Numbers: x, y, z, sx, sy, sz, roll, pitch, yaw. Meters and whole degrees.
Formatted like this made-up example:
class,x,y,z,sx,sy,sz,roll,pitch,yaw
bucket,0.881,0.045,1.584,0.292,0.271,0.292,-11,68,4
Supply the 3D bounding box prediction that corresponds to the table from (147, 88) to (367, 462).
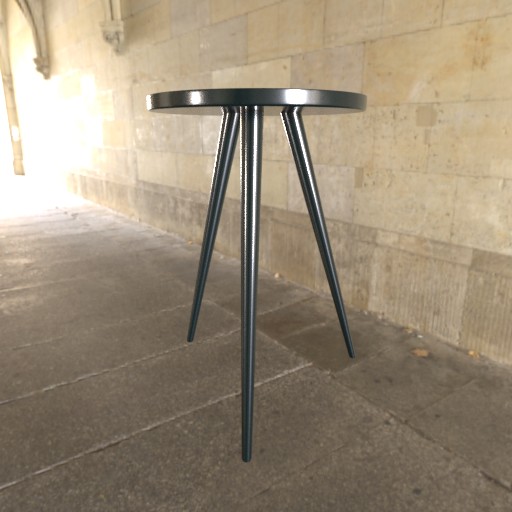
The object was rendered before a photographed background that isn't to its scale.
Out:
class,x,y,z,sx,sy,sz,roll,pitch,yaw
table,0.000,0.000,0.811,0.403,0.548,0.415,3,16,9
